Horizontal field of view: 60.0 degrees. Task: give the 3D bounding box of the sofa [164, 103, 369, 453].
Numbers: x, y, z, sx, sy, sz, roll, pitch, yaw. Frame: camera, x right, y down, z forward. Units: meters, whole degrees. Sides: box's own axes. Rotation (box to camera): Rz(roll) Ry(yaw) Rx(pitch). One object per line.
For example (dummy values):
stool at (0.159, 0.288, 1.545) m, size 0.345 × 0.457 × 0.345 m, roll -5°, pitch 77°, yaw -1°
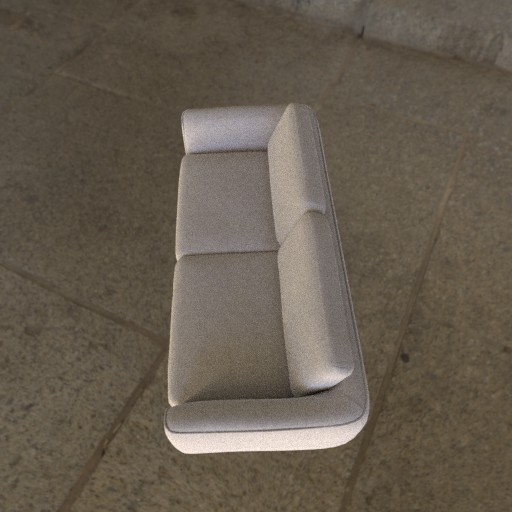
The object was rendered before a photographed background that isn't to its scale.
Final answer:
sofa at (0.000, 0.000, 2.472) m, size 0.920 × 0.850 × 2.000 m, roll -2°, pitch 57°, yaw -2°
